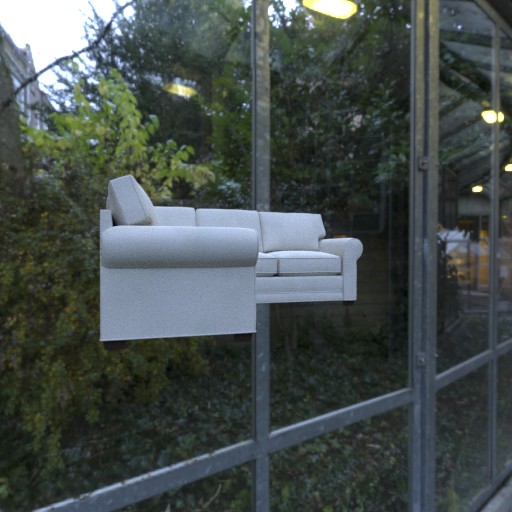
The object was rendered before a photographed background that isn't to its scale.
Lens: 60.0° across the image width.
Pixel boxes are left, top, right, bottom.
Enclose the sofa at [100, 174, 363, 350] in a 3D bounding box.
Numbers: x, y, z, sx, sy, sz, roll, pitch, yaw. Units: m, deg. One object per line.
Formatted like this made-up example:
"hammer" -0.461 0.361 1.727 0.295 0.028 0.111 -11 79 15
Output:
"sofa" 0.000 0.000 3.977 2.569 1.054 2.487 0 1 -17
